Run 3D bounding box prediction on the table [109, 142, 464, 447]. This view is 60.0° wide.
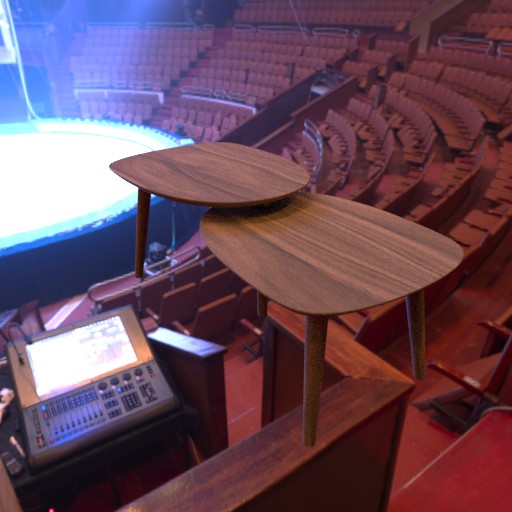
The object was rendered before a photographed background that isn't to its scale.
[{"bbox_3d":[0.000,0.000,1.317,0.527,0.429,1.084,-19,33,-32],"label":"table"}]
